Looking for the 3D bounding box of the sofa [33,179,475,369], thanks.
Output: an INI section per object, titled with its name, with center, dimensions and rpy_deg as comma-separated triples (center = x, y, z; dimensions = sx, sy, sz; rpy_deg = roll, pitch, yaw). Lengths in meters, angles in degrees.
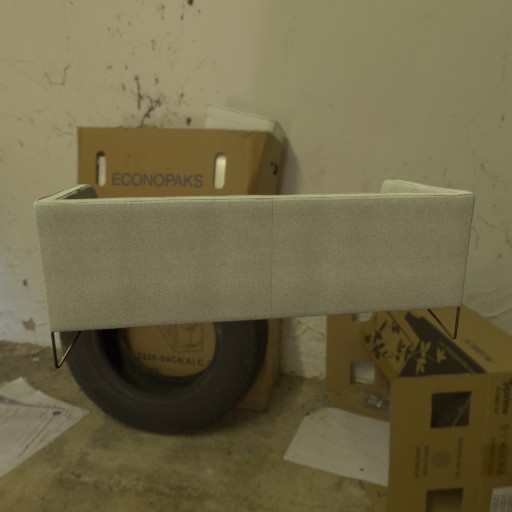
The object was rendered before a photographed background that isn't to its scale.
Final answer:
[sofa]
center = 0.000, 0.000, 2.548
dimensions = 2.079, 0.798, 0.912
rpy_deg = -2, 15, -9
